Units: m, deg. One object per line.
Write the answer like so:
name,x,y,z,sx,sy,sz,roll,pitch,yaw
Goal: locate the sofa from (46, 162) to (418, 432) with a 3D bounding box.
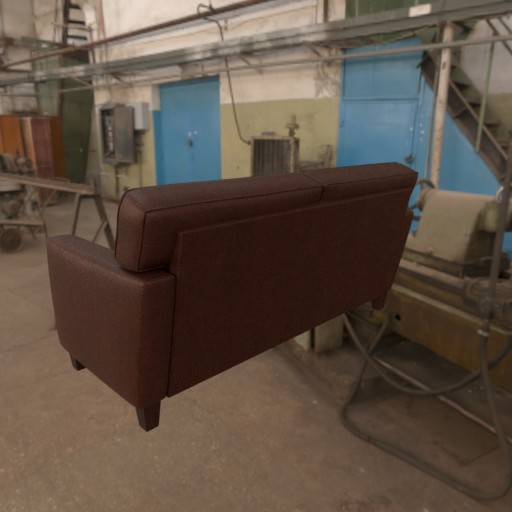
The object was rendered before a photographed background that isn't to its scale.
sofa,0.000,0.000,2.346,1.876,0.928,0.912,-15,22,-42
